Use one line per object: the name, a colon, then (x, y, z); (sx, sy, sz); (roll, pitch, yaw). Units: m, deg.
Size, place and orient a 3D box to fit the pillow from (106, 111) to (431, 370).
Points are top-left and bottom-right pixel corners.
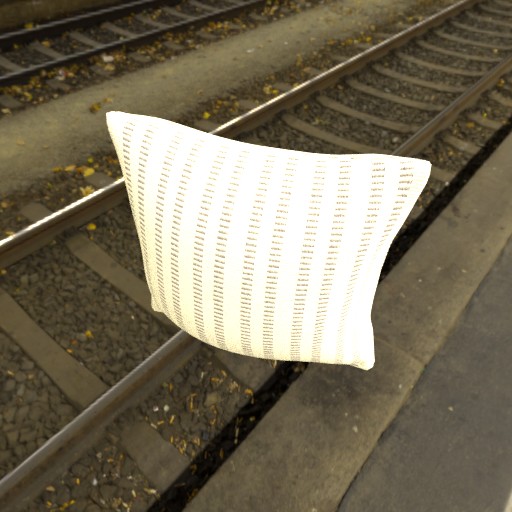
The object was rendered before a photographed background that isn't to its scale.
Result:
pillow: (0.000, 0.000, 0.700); (0.438, 0.419, 0.247); (13, 44, 14)
